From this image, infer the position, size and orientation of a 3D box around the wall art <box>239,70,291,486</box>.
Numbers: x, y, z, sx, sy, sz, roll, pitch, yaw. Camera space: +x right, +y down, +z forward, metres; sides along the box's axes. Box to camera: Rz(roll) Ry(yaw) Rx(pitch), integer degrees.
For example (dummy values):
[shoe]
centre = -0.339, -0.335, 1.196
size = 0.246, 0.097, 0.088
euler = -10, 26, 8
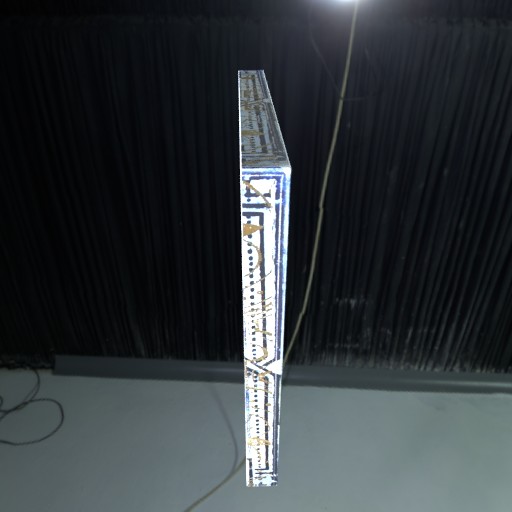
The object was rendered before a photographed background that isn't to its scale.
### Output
[wall art]
centre = 0.000, 0.000, 0.609
size = 0.038, 0.410, 0.411
euler = -1, 32, -2
